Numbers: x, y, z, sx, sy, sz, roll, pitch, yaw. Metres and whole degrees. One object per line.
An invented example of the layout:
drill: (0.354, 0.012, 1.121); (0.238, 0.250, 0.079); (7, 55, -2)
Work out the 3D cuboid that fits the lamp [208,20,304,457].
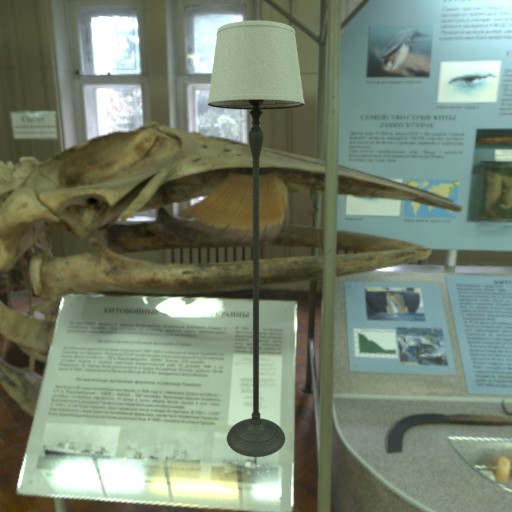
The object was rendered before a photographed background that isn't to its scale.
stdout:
lamp: (0.000, 0.000, 1.620); (0.327, 1.506, 0.327); (-6, 15, -26)
